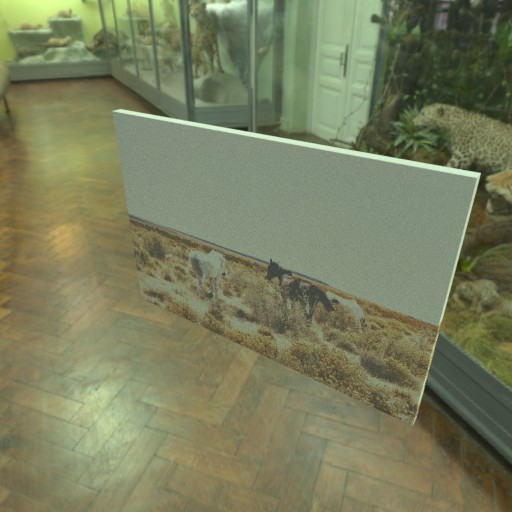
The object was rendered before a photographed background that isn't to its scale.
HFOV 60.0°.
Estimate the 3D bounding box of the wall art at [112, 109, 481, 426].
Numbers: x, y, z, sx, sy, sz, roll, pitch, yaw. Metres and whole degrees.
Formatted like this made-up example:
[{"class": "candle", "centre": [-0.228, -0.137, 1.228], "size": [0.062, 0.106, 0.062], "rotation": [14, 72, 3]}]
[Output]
[{"class": "wall art", "centre": [0.000, 0.000, 1.870], "size": [1.520, 1.016, 0.051], "rotation": [19, 35, 29]}]
